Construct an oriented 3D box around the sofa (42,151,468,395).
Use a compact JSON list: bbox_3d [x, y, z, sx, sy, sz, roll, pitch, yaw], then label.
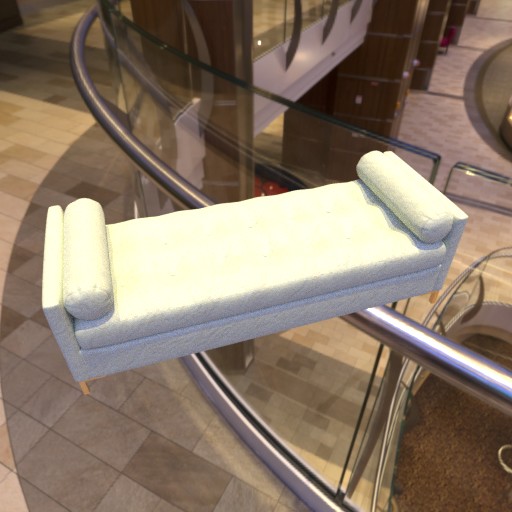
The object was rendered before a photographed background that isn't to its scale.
[{"bbox_3d":[0.000,0.000,2.505,2.102,0.705,0.796,-12,42,-14],"label":"sofa"}]
